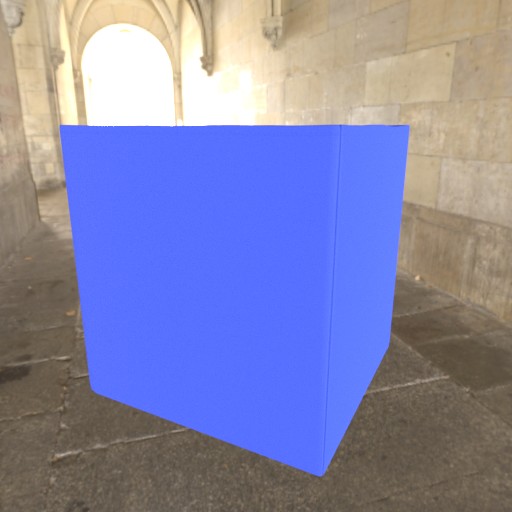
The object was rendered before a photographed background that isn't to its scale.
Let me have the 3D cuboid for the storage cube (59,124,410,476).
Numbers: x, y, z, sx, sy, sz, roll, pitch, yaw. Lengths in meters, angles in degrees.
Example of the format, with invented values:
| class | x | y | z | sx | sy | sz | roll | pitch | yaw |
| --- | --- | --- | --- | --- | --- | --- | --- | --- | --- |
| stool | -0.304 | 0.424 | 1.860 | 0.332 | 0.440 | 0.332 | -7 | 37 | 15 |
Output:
| class | x | y | z | sx | sy | sz | roll | pitch | yaw |
| --- | --- | --- | --- | --- | --- | --- | --- | --- | --- |
| storage cube | 0.000 | 0.000 | 0.493 | 0.270 | 0.280 | 0.270 | 8 | 18 | 27 |
